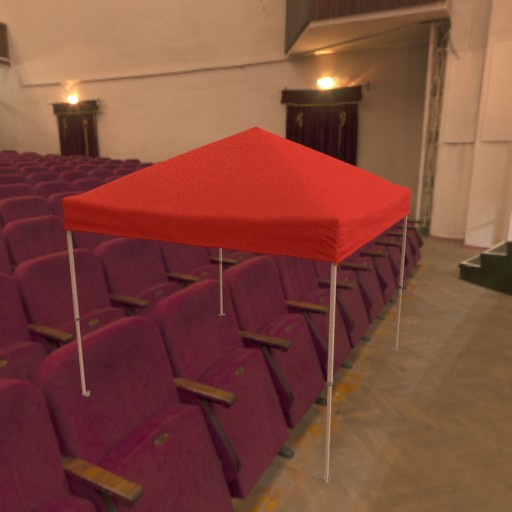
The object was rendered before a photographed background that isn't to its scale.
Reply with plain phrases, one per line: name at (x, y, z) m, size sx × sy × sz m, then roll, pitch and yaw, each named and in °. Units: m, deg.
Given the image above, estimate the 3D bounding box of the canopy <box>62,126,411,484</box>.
canopy at (0.000, 0.000, 5.339) m, size 2.996 × 2.997 × 2.998 m, roll 7°, pitch 15°, yaw 27°
